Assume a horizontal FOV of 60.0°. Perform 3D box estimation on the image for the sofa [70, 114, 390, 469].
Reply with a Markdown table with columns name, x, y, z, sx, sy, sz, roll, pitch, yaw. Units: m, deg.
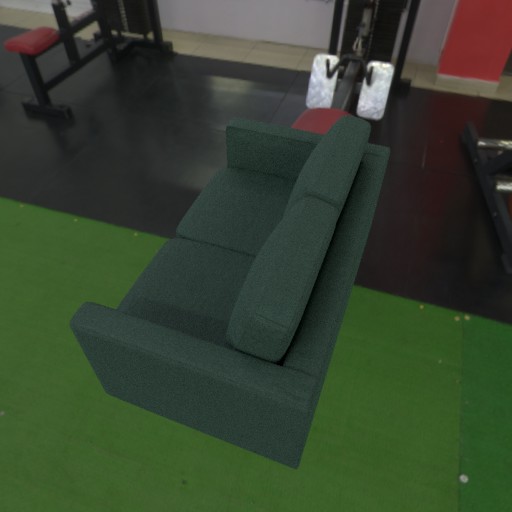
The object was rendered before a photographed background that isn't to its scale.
| name | x | y | z | sx | sy | sz | roll | pitch | yaw |
| --- | --- | --- | --- | --- | --- | --- | --- | --- | --- |
| sofa | 0.000 | 0.000 | 2.002 | 0.879 | 0.899 | 1.430 | 16 | 49 | 14 |
